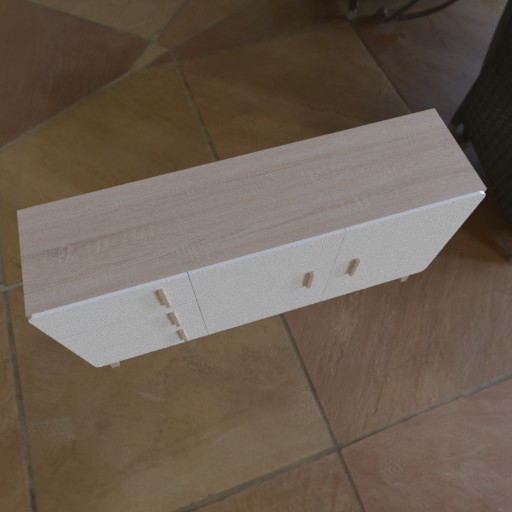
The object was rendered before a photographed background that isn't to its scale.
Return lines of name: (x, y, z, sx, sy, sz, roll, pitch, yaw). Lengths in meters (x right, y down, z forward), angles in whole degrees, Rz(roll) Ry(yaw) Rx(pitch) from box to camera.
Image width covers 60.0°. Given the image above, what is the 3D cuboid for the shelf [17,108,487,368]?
shelf: (0.000, 0.000, 1.789, 1.490, 0.780, 0.400, -15, 65, -8)
